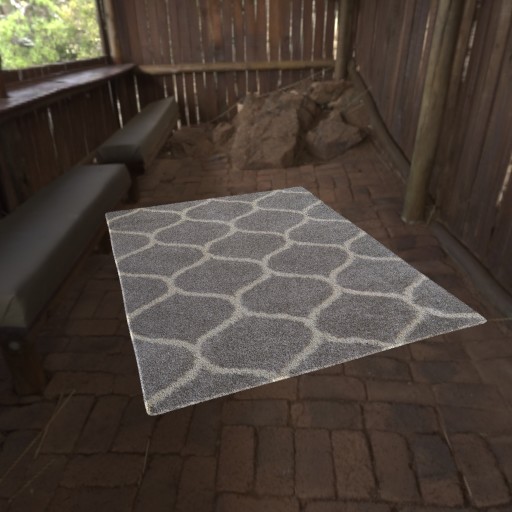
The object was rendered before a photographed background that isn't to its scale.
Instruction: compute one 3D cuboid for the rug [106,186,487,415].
[{"bbox_3d":[0.000,0.000,4.007,2.399,0.026,3.000,-10,30,-18],"label":"rug"}]
